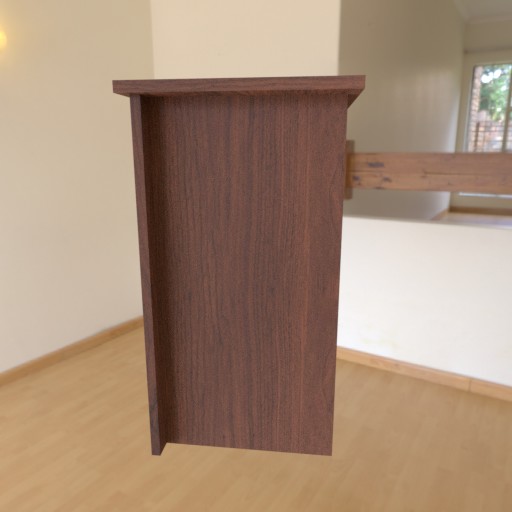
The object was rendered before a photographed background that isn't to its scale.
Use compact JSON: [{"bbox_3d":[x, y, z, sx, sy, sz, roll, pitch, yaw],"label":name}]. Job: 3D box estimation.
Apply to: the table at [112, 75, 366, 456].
[{"bbox_3d":[0.000,0.000,1.060,0.406,0.711,0.589,2,13,7],"label":"table"}]
